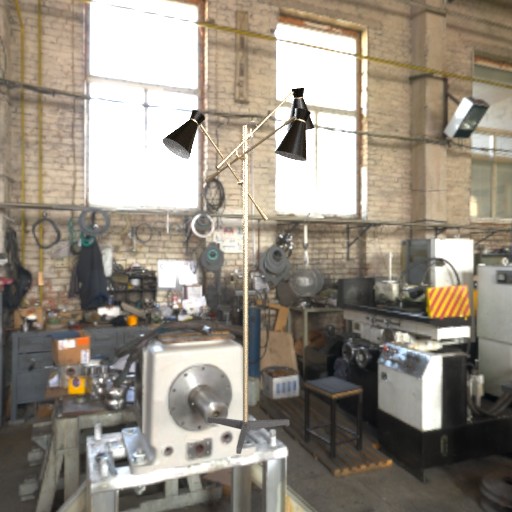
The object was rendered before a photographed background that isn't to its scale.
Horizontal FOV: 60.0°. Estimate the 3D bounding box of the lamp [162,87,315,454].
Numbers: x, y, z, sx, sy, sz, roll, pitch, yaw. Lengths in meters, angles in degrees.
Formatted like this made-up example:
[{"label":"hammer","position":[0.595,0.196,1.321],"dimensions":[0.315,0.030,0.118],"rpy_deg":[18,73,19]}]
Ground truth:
[{"label":"lamp","position":[0.000,0.000,2.215],"dimensions":[0.653,1.804,0.750],"rpy_deg":[0,-1,36]}]
